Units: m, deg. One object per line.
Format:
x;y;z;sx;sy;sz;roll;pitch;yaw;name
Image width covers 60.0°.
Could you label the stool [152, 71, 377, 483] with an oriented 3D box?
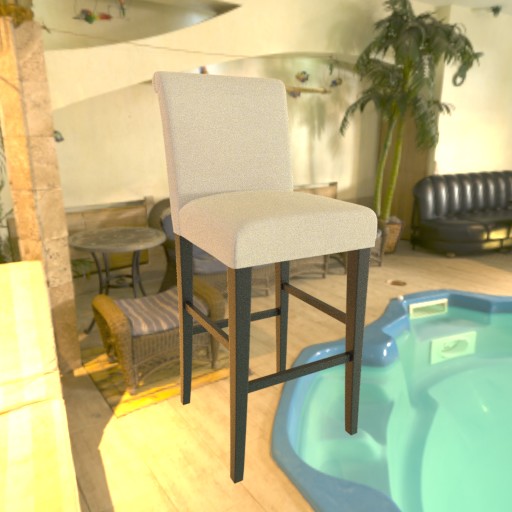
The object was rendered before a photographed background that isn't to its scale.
0.000;0.000;1.410;0.452;1.124;0.597;-8;18;-28;stool
